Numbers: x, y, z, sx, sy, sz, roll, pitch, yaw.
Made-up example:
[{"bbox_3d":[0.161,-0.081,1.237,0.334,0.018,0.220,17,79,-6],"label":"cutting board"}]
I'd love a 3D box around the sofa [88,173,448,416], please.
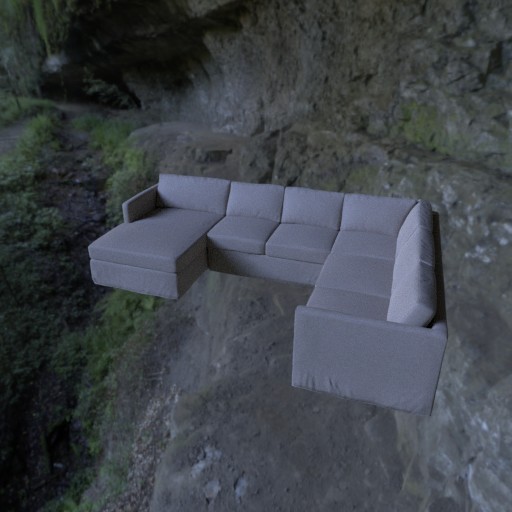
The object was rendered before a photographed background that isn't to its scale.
[{"bbox_3d":[0.000,0.000,4.489,3.528,0.878,2.476,9,28,17],"label":"sofa"}]
